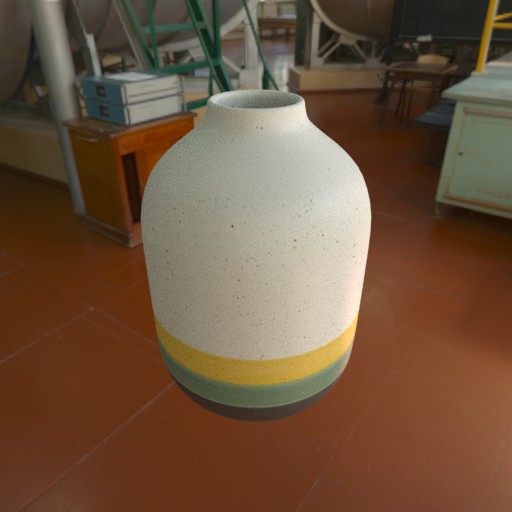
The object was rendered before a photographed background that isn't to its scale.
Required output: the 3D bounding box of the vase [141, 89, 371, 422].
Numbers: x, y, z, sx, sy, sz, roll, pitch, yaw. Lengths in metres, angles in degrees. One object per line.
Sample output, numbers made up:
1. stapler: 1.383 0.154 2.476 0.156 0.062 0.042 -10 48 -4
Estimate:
1. vase: 0.000 0.000 0.352 0.169 0.240 0.169 0 31 0
